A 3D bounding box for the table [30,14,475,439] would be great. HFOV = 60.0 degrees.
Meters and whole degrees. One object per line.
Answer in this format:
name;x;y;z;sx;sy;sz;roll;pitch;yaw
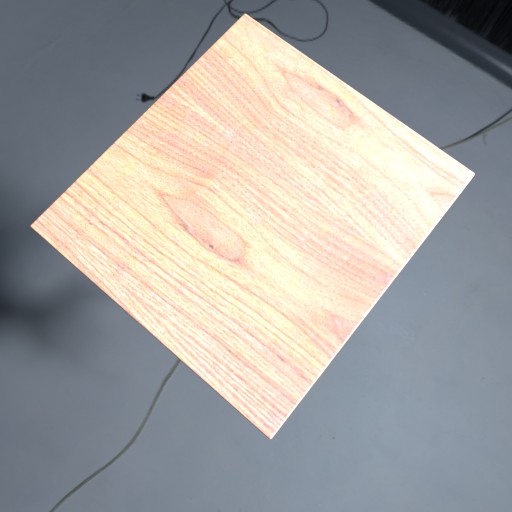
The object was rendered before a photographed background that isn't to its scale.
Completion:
table;0.000;0.000;0.828;0.384;0.567;0.411;39;79;9
